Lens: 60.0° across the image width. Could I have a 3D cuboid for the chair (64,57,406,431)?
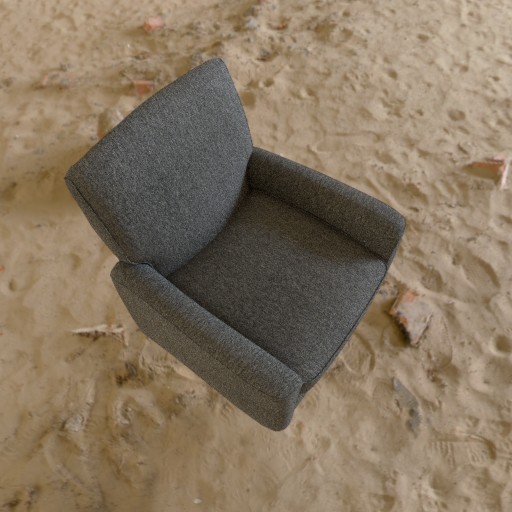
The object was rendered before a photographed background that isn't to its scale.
[{"bbox_3d":[0.000,0.000,1.627,0.864,1.014,0.848,32,64,18],"label":"chair"}]
